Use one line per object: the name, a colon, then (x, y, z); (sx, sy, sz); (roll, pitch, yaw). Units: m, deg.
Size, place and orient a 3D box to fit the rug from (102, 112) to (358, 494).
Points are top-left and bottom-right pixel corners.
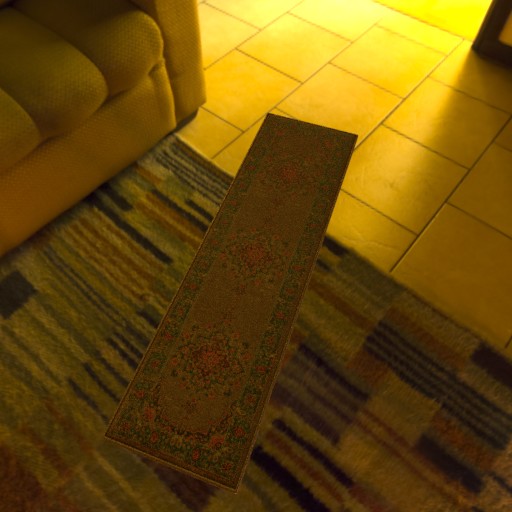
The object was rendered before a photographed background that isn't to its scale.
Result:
rug: (0.000, 0.000, 2.509); (0.659, 0.019, 2.297); (17, 60, 10)
